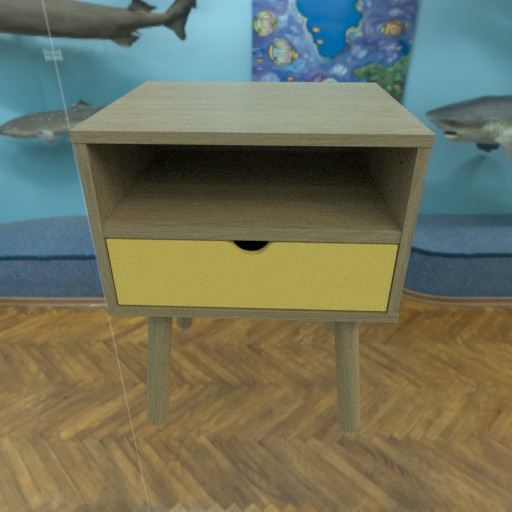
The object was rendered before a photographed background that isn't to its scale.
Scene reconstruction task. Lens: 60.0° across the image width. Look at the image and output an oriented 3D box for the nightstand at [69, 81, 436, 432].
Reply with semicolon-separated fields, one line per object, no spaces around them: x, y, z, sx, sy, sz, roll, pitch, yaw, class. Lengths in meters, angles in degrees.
0.000;0.000;0.850;0.450;0.571;0.380;1;30;2;nightstand
